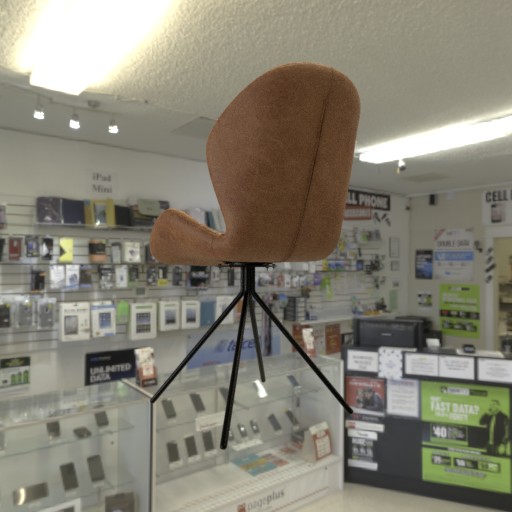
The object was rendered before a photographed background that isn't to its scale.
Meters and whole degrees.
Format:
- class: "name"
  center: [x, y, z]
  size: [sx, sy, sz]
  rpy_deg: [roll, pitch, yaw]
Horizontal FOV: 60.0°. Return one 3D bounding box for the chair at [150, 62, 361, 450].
- class: "chair"
  center: [0.000, 0.000, 1.323]
  size: [0.527, 0.929, 0.640]
  rpy_deg: [1, -1, -35]
